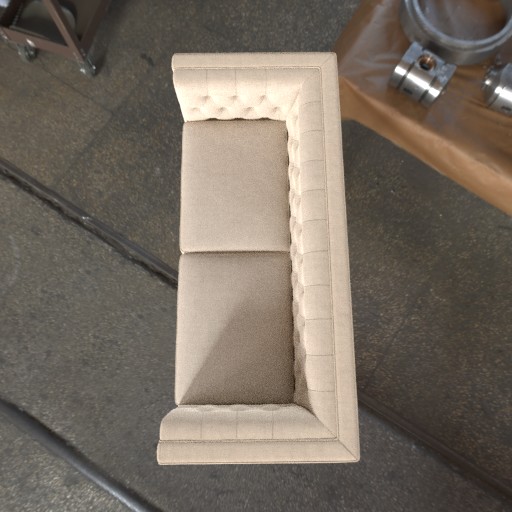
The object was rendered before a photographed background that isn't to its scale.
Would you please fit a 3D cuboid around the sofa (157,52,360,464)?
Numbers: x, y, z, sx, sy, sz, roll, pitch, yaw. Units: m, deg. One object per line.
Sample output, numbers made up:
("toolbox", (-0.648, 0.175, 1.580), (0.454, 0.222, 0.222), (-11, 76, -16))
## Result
("sofa", (0.000, 0.000, 2.232), (0.775, 0.762, 1.778), (-1, 77, 0))
